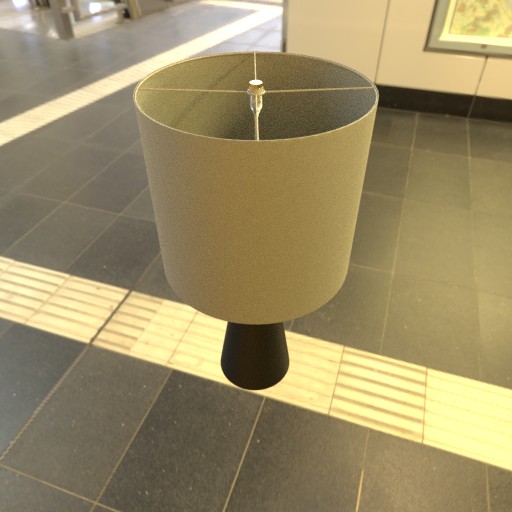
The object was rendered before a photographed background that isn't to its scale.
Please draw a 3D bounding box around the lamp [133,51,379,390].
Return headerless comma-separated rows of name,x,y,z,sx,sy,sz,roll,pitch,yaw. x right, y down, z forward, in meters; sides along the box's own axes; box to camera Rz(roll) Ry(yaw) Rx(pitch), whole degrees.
lamp,0.000,0.000,0.752,0.308,0.580,0.308,-1,40,-1
